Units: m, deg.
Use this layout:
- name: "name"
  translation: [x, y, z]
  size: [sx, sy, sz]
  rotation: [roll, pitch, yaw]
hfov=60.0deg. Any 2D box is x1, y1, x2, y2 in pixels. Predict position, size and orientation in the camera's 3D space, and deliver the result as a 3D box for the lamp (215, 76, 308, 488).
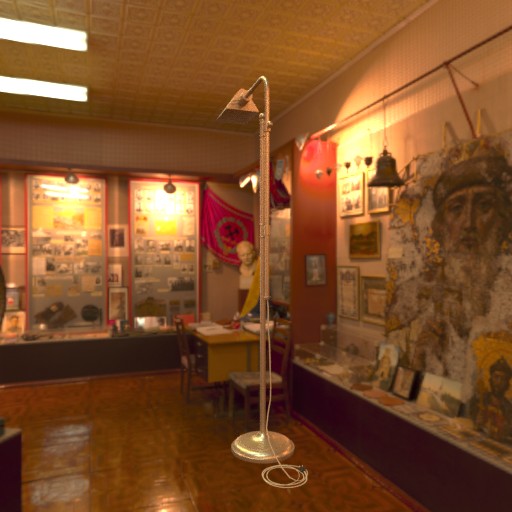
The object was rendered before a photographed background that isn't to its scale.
- name: "lamp"
  translation: [0.000, 0.000, 1.889]
  size: [0.256, 1.571, 0.813]
  rotation: [0, 0, -19]
